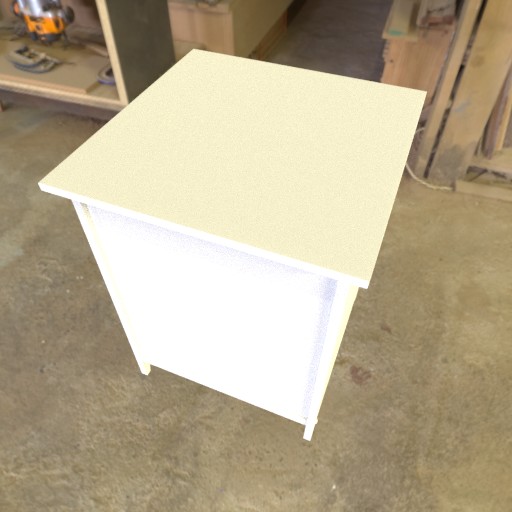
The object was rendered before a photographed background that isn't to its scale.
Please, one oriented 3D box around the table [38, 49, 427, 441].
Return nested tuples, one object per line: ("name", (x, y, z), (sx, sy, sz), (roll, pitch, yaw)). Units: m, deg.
("table", (0.000, 0.000, 0.753), (0.381, 0.483, 0.381), (17, 50, 15))
